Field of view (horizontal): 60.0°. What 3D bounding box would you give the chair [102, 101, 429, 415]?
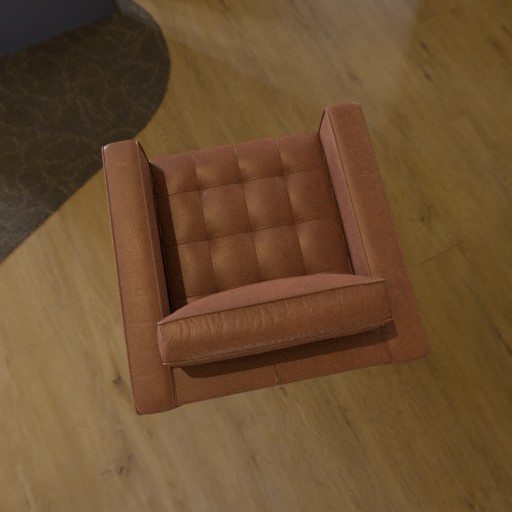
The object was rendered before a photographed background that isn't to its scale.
[{"bbox_3d":[0.000,0.000,1.563,0.920,0.770,0.900,-11,76,-3],"label":"chair"}]
